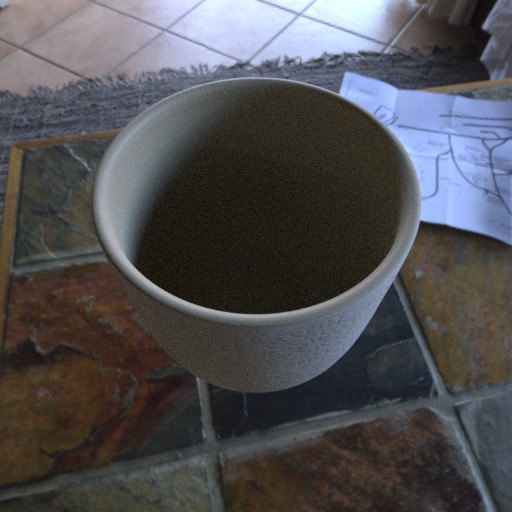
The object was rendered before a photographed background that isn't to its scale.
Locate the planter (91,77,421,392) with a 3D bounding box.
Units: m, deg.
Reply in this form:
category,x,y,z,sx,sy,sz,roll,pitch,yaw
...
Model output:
category,x,y,z,sx,sy,sz,roll,pitch,yaw
planter,0.000,0.000,0.294,0.170,0.152,0.170,0,57,0
